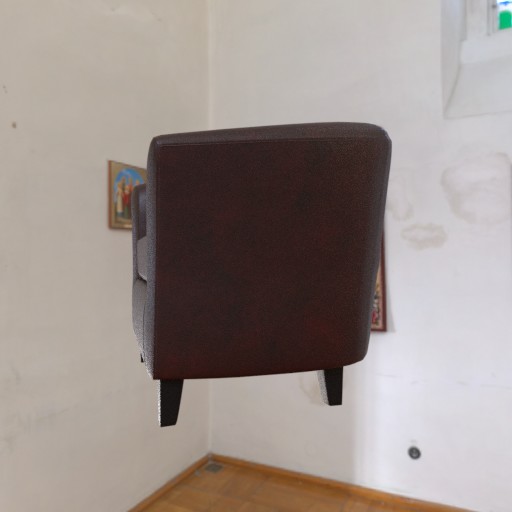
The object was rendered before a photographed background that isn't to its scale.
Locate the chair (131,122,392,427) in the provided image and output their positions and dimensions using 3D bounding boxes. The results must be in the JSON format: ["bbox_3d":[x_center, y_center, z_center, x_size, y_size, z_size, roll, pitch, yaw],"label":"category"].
[{"bbox_3d":[0.000,0.000,1.394,0.727,0.756,0.792,0,0,-18],"label":"chair"}]
